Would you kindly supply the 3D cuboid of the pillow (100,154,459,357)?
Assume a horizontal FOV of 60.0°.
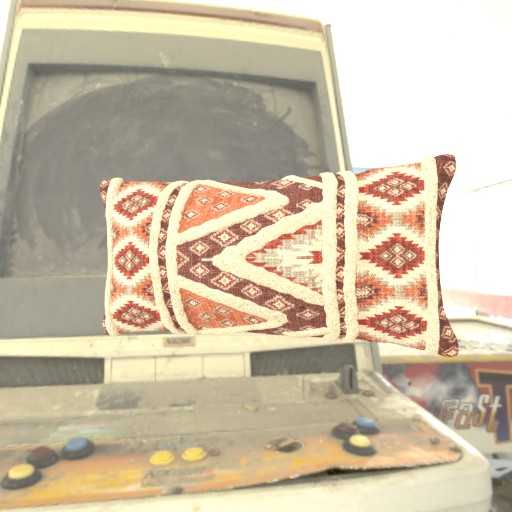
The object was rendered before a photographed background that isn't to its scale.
[{"bbox_3d":[0.000,0.000,0.725,0.608,0.295,0.161,0,-1,17],"label":"pillow"}]
